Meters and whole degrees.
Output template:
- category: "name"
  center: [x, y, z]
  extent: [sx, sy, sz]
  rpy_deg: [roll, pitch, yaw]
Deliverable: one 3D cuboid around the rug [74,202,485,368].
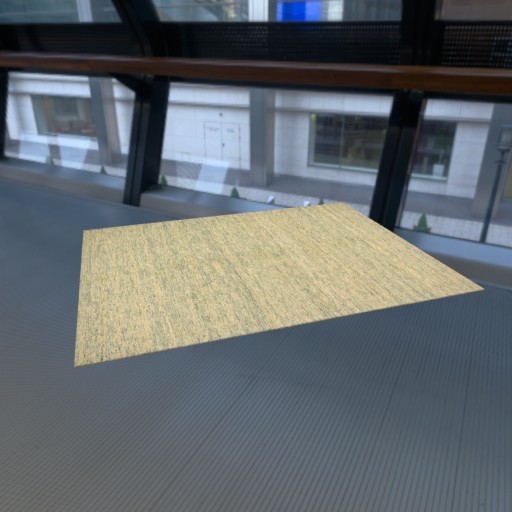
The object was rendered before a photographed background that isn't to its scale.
- category: "rug"
  center: [0.000, 0.000, 4.280]
  extent: [3.201, 0.014, 2.437]
  rpy_deg: [-8, 26, -16]
